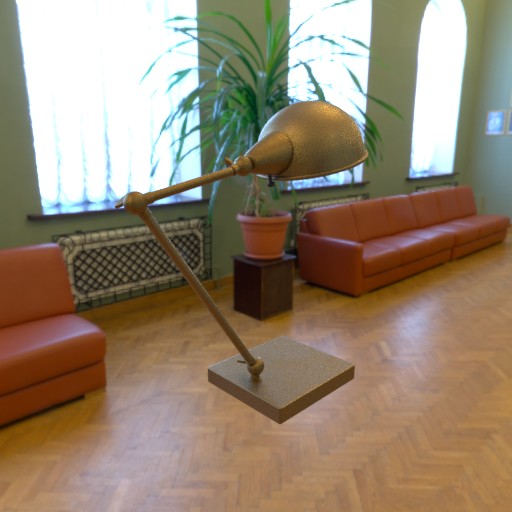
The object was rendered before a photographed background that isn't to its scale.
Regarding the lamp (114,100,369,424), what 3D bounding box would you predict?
[{"bbox_3d":[0.000,0.000,0.540,0.339,0.371,0.149,-13,19,-42],"label":"lamp"}]
